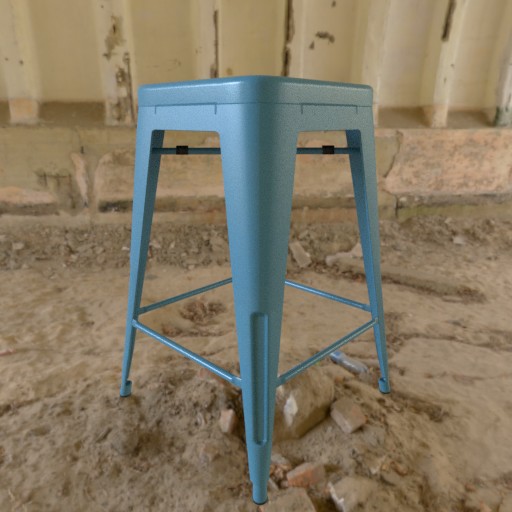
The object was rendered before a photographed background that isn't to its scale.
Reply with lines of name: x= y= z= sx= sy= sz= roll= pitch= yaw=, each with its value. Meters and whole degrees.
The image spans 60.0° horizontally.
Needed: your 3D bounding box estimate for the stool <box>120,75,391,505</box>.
stool: x=0.000 y=0.000 z=0.845 sx=0.410 sy=0.608 sz=0.410 roll=16 pitch=23 yaw=41
